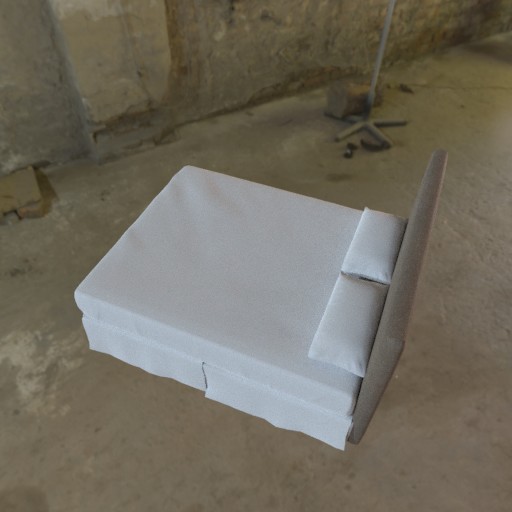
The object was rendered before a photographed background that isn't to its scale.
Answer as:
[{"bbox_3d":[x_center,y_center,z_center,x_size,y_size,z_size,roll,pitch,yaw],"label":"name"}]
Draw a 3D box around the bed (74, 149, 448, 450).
[{"bbox_3d":[0.000,0.000,3.209,2.142,1.330,1.723,17,50,15],"label":"bed"}]
